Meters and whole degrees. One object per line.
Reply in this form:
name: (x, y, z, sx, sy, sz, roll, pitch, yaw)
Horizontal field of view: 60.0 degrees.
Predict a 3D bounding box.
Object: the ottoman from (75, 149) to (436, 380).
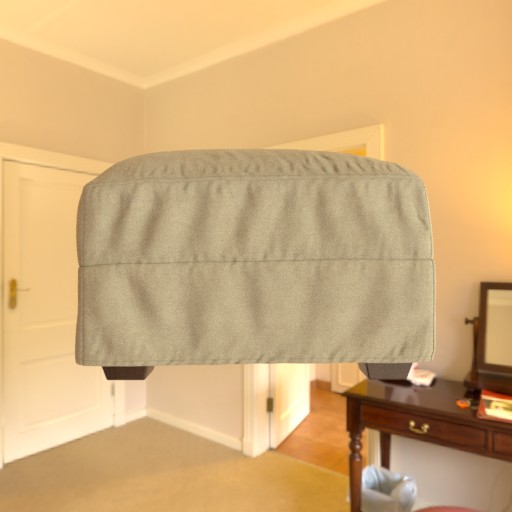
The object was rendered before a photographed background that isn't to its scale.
ottoman: (0.000, 0.000, 1.088, 0.712, 0.480, 0.584, 0, 0, 0)
